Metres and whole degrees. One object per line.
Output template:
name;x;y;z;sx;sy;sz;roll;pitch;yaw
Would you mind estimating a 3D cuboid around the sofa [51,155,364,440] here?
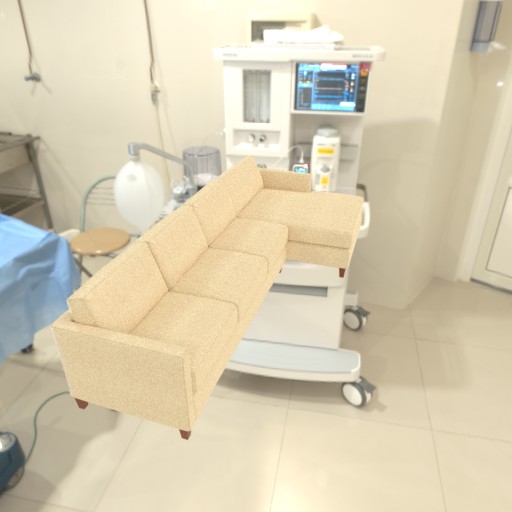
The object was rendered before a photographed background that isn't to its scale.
sofa;0.000;0.000;4.095;1.603;0.954;3.471;9;30;16
